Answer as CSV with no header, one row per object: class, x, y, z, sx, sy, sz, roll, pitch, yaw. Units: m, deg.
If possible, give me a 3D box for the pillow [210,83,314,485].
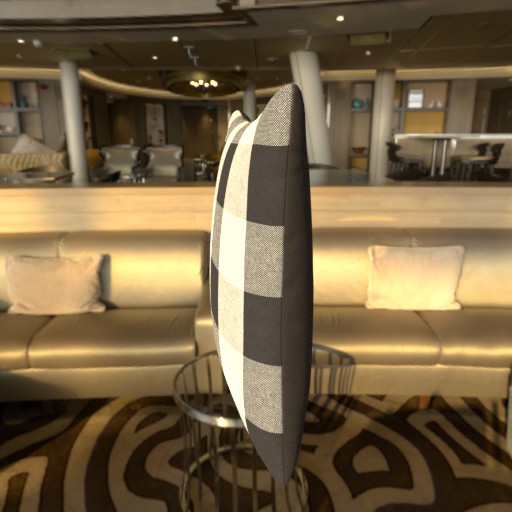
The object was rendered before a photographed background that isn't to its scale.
pillow,0.000,0.000,0.770,0.161,0.509,0.511,-2,15,-8
